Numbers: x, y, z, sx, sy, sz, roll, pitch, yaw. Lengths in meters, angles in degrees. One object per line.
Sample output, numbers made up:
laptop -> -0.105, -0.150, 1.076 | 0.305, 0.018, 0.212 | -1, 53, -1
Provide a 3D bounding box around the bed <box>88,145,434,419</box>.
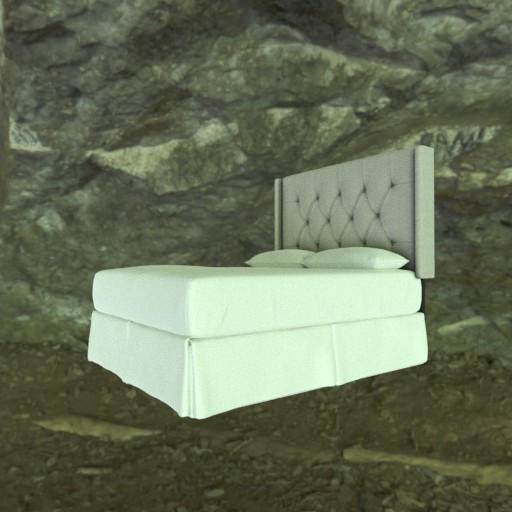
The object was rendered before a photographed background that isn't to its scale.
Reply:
bed -> 0.000, 0.000, 3.394 | 2.066, 1.665, 1.719 | 1, -1, -37
